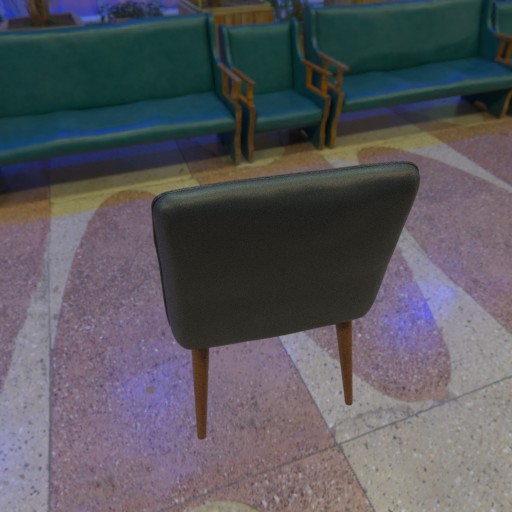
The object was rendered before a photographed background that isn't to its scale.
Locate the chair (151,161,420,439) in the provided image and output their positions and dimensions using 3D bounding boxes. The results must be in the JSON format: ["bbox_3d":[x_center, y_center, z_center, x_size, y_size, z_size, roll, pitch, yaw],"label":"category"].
[{"bbox_3d":[0.000,0.000,1.213,0.543,0.801,0.645,-12,42,-14],"label":"chair"}]
